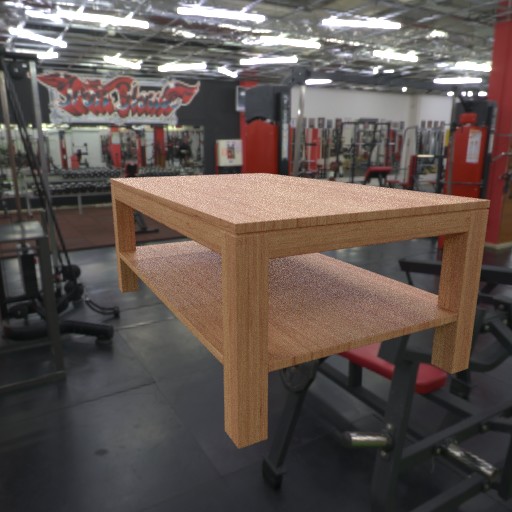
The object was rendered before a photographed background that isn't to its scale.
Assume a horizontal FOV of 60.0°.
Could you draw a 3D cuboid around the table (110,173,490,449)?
[{"bbox_3d":[0.000,0.000,1.477,0.695,0.457,1.146,-8,16,-27],"label":"table"}]
